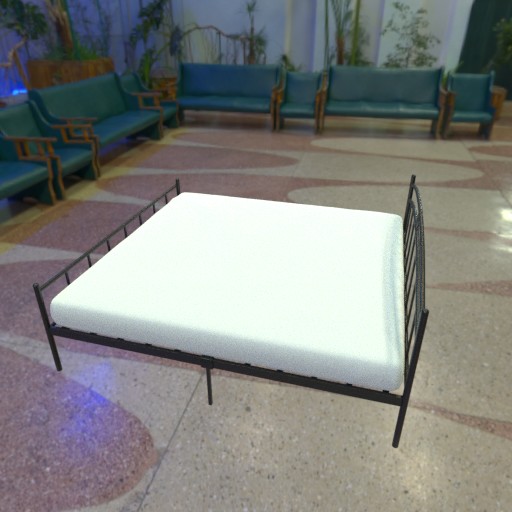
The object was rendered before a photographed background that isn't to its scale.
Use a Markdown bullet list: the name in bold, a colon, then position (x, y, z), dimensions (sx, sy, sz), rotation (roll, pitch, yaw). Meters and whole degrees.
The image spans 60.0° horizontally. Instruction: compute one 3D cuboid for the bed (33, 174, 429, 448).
- **bed**: position (0.000, 0.000, 3.064), dimensions (2.040, 0.940, 1.880), rotation (8, 30, 14)
